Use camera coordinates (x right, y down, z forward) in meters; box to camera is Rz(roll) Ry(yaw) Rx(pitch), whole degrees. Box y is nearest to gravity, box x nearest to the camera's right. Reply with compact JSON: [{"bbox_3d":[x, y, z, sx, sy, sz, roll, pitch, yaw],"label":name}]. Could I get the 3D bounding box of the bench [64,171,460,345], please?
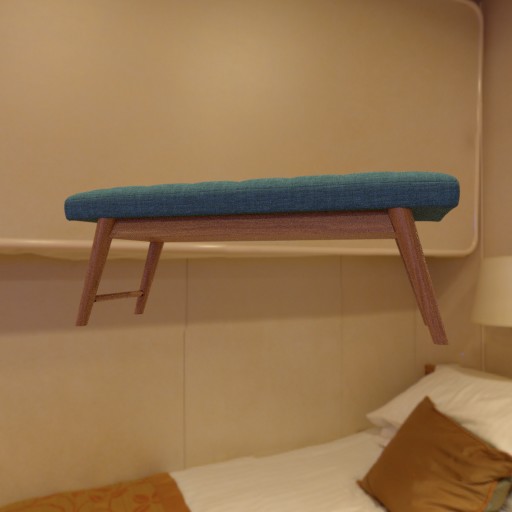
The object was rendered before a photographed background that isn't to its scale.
[{"bbox_3d":[0.000,0.000,1.382,1.118,0.432,0.406,0,-1,17],"label":"bench"}]
